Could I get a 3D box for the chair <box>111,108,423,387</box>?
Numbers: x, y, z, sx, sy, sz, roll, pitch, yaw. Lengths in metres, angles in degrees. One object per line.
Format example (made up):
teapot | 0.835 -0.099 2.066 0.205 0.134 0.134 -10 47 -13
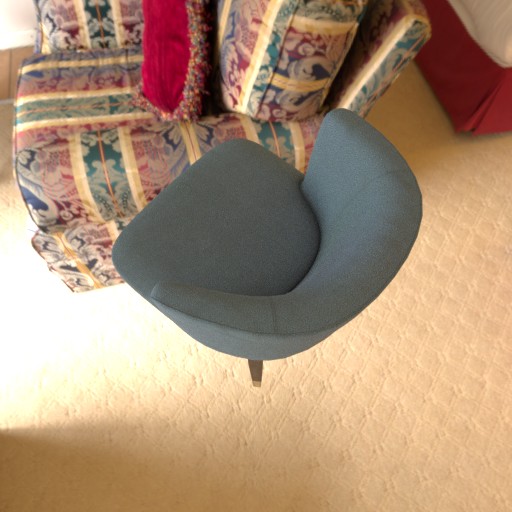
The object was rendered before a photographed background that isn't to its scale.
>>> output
chair | 0.000 0.000 1.290 0.702 0.760 0.661 37 69 16
